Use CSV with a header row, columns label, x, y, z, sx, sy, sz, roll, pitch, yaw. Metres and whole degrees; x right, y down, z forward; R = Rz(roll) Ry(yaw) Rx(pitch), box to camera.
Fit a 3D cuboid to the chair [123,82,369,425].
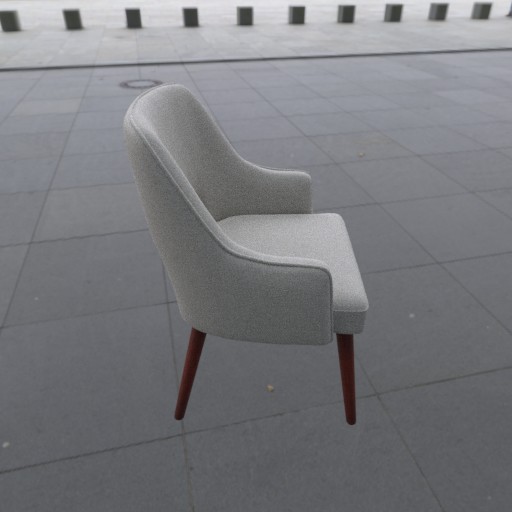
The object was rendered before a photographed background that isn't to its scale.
label,x,y,z,sx,sy,sz,roll,pitch,yaw
chair,0.000,0.000,1.219,0.580,0.840,0.560,1,33,1
